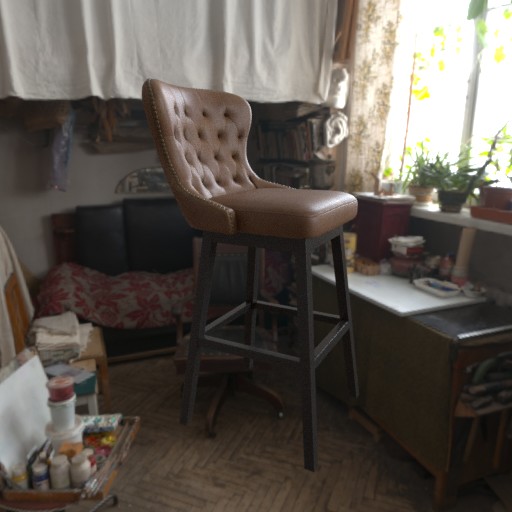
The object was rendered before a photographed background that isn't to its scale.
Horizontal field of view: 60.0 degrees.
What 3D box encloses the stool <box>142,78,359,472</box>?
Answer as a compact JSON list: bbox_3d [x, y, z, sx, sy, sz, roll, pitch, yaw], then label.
[{"bbox_3d":[0.000,0.000,1.408,0.601,1.050,0.528,8,16,27],"label":"stool"}]
